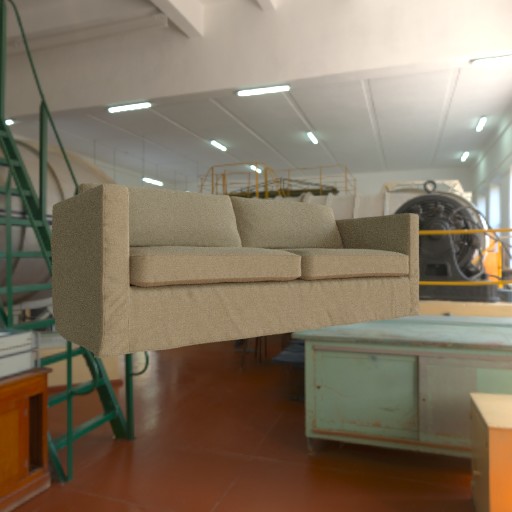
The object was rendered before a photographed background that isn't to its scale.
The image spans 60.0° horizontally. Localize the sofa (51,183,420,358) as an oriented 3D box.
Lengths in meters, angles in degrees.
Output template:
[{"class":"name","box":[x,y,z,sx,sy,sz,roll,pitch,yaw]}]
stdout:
[{"class":"sofa","box":[0.000,0.000,2.856,2.296,0.847,0.956,0,0,-36]}]
